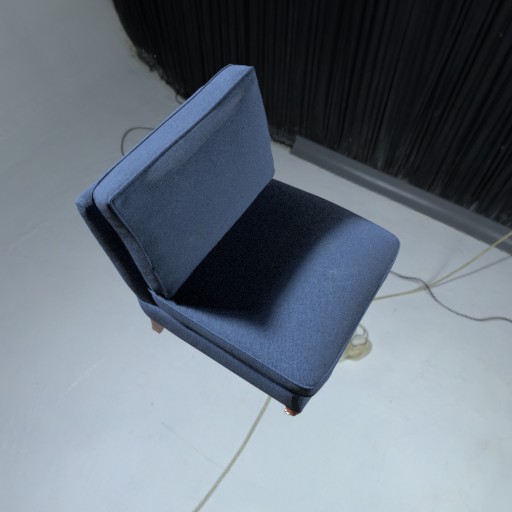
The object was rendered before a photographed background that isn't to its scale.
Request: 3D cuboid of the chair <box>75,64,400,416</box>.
[{"bbox_3d":[0.000,0.000,1.693,0.912,1.052,0.724,29,62,17],"label":"chair"}]
